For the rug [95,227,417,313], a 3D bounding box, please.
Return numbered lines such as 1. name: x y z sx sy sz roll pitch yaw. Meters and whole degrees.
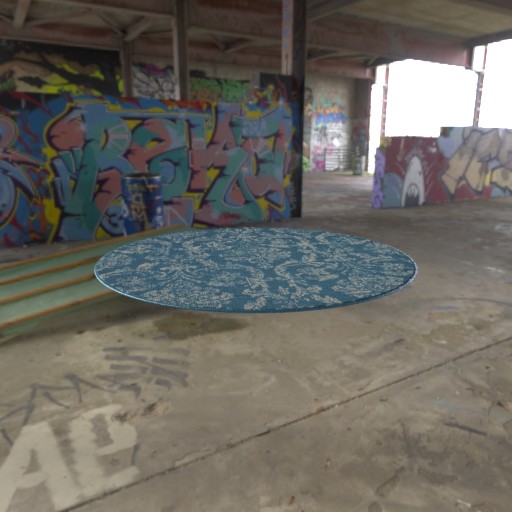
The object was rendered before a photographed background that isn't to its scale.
1. rug: 0.000 0.000 2.318 1.593 0.012 1.593 0 14 0
